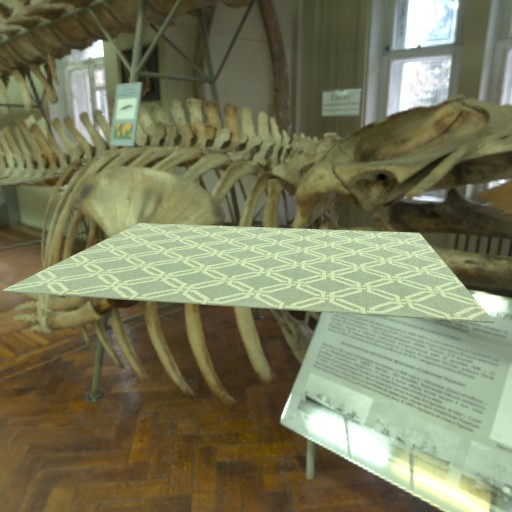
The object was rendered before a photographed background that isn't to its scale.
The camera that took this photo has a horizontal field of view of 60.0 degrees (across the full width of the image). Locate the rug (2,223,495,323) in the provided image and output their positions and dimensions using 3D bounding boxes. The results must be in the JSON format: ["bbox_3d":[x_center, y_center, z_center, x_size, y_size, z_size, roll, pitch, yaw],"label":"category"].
[{"bbox_3d":[0.000,0.000,4.122,3.353,0.013,2.438,3,16,9],"label":"rug"}]
